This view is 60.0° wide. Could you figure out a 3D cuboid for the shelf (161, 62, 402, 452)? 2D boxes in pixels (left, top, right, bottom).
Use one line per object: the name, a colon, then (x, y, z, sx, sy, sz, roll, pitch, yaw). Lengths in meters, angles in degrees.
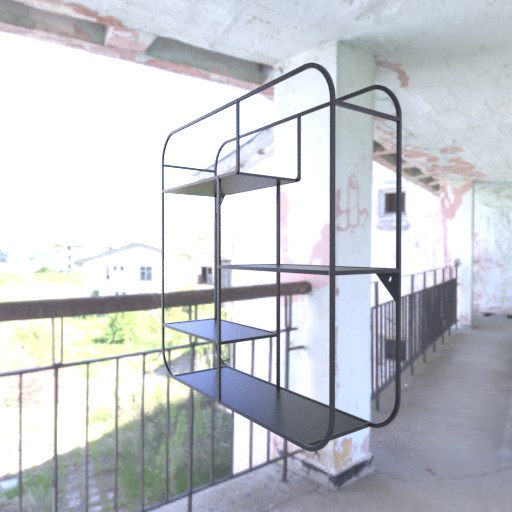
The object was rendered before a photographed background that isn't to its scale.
shelf: (0.000, 0.000, 0.930, 0.160, 0.600, 0.600, -1, 1, -36)
